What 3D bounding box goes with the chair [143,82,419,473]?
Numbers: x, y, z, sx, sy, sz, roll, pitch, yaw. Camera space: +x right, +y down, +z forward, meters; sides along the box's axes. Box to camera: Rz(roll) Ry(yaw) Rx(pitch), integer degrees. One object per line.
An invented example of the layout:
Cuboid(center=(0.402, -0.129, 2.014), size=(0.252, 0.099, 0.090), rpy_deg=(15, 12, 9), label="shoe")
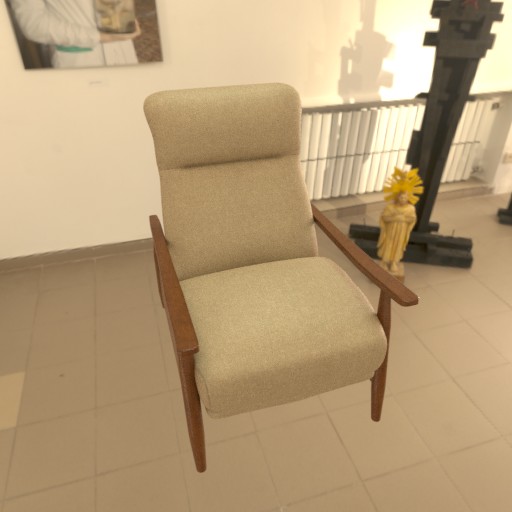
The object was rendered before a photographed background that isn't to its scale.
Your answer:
Cuboid(center=(0.000, 0.000, 1.745), size=(0.762, 1.082, 1.030), rpy_deg=(-10, 35, -14), label="chair")
